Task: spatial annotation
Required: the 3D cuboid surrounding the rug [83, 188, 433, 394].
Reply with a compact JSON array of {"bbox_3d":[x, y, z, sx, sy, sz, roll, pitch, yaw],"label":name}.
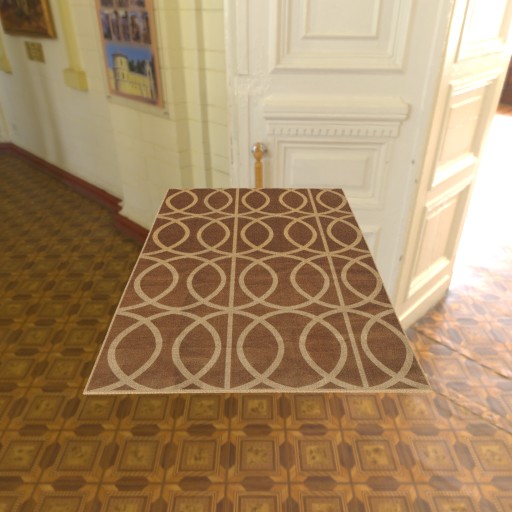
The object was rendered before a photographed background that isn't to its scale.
[{"bbox_3d":[0.000,0.000,2.894,1.528,0.014,2.294,0,31,0],"label":"rug"}]
